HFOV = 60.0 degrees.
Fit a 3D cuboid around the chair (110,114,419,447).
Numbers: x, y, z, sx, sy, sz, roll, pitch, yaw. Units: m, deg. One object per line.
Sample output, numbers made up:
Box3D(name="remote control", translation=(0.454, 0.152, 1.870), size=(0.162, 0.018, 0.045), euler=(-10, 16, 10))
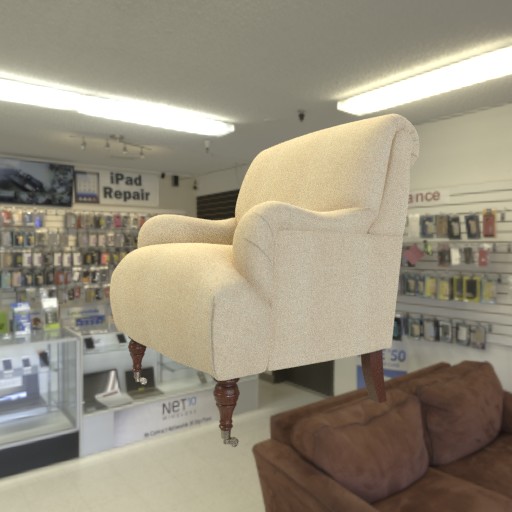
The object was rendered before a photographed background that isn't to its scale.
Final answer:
Box3D(name="chair", translation=(0.000, 0.000, 1.529), size=(0.842, 0.944, 0.766), euler=(-1, 2, -36))
